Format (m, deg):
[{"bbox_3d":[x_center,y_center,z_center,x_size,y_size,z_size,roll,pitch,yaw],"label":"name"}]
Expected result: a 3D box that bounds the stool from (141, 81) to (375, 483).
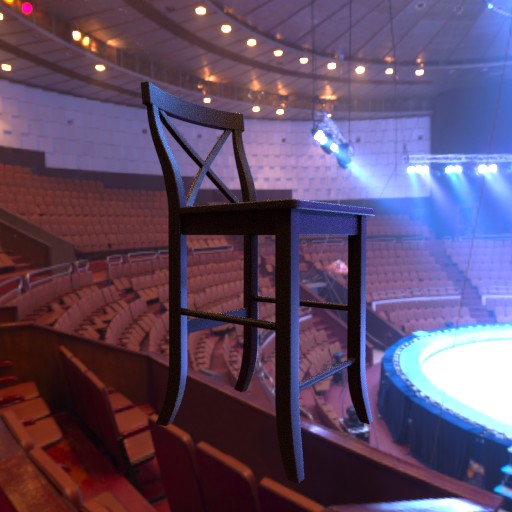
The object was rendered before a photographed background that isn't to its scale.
[{"bbox_3d":[0.000,0.000,1.303,0.559,0.989,0.452,2,3,37],"label":"stool"}]
